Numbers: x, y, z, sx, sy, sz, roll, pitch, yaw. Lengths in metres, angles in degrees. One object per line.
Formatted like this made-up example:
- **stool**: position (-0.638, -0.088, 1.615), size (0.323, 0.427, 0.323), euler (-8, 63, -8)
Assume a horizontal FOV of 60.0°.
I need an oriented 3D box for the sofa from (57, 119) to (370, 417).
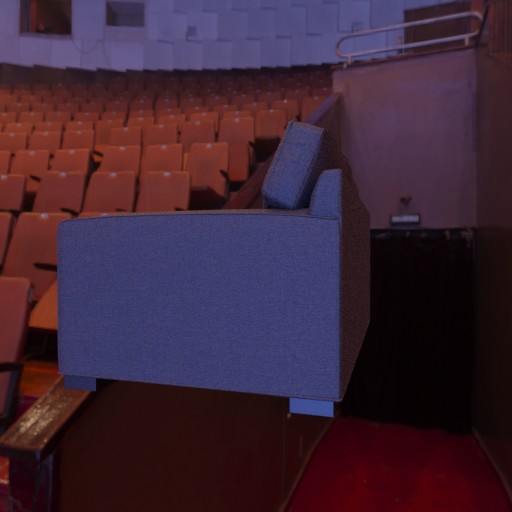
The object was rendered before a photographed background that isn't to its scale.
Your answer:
- **sofa**: position (0.000, 0.000, 2.094), size (0.974, 0.887, 1.534), euler (0, 1, 17)
